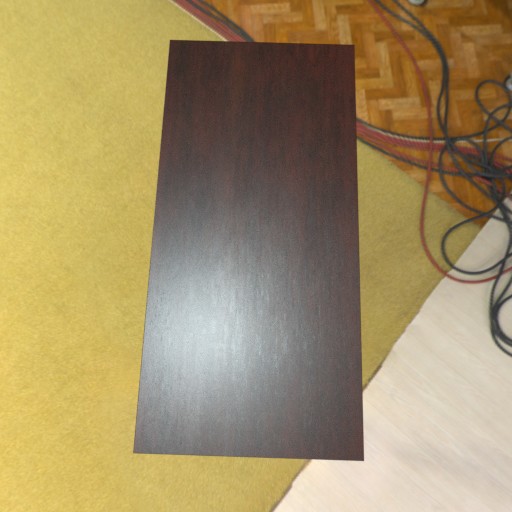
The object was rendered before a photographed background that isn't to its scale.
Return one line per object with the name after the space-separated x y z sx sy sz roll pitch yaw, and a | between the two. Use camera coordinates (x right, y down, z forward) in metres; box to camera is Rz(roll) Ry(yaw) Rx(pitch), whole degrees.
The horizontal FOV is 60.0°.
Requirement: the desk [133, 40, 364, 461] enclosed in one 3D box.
0.000 0.000 1.688 0.612 0.758 1.277 2 77 0 | desk
